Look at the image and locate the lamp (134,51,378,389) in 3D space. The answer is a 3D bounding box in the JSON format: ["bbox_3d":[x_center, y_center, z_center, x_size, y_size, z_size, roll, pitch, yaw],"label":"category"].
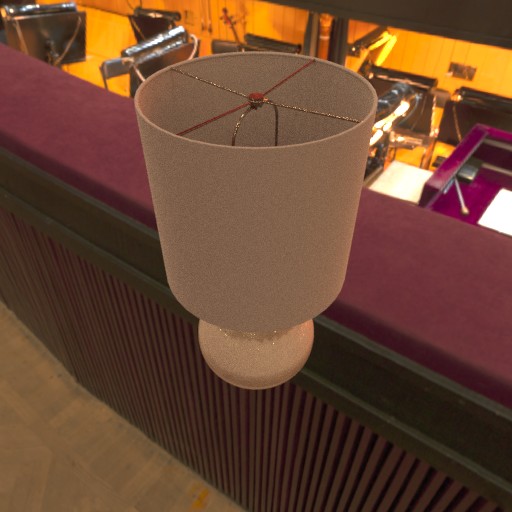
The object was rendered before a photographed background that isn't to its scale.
[{"bbox_3d":[0.000,0.000,0.536,0.217,0.404,0.217,26,48,26],"label":"lamp"}]
